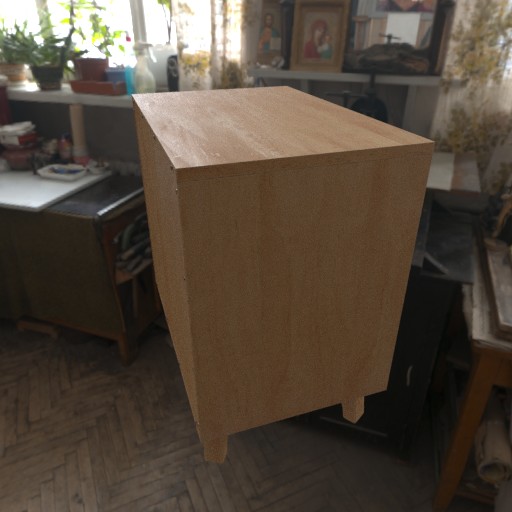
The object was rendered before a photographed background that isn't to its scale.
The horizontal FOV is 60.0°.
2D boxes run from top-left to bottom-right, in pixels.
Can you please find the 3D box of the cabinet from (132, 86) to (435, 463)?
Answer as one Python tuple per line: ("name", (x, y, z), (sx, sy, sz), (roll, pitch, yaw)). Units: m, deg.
("cabinet", (0.000, 0.000, 0.955), (0.394, 0.599, 0.551), (-10, 31, -17))
